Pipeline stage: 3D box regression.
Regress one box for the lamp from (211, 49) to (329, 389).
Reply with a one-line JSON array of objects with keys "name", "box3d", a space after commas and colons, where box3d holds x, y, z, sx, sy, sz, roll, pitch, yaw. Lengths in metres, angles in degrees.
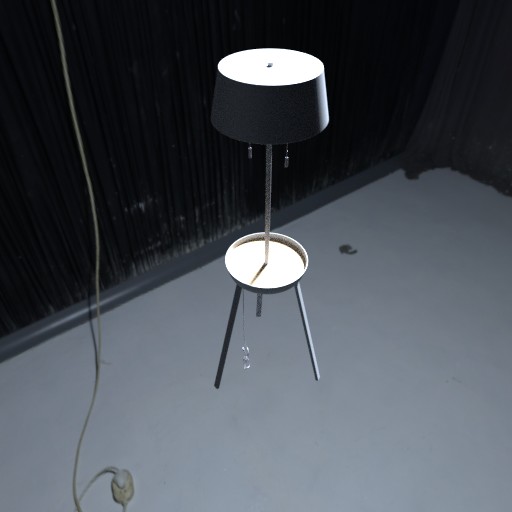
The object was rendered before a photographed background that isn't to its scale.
[{"name": "lamp", "box3d": [0.000, 0.000, 1.716, 0.468, 1.429, 0.508, -26, 48, -26]}]
